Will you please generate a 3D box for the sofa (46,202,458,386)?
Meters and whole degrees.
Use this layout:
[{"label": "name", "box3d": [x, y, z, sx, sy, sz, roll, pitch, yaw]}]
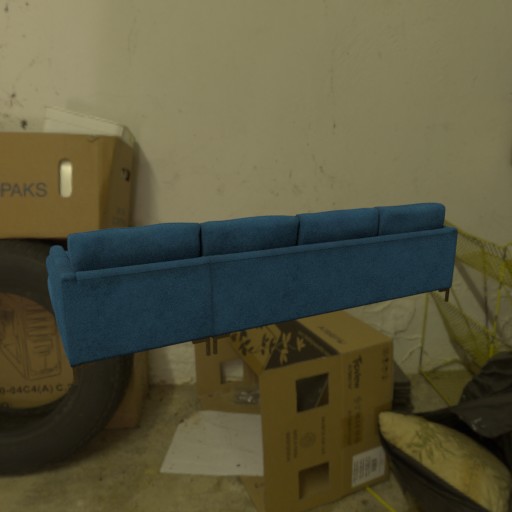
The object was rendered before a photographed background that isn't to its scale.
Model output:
[{"label": "sofa", "box3d": [0.000, 0.000, 3.441, 2.932, 0.810, 1.350, -7, 16, -26]}]
